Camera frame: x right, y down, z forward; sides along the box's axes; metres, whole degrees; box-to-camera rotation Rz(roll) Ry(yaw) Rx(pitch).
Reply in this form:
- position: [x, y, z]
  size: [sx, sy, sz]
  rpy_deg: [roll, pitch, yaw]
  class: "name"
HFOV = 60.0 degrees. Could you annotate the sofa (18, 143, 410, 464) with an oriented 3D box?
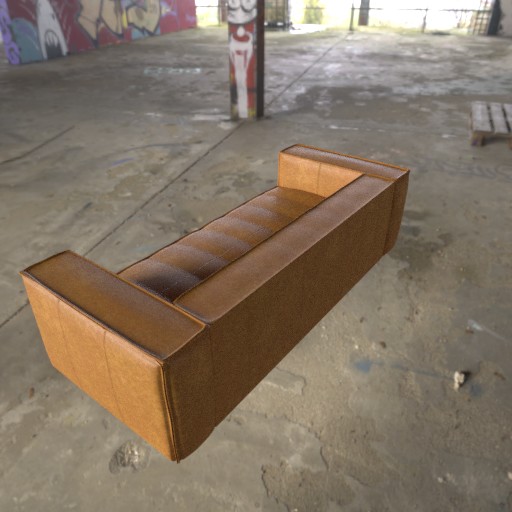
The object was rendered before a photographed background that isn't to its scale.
- position: [0.000, 0.000, 2.959]
  size: [1.102, 0.701, 2.581]
  rpy_deg: [22, 38, 31]
  class: "sofa"
